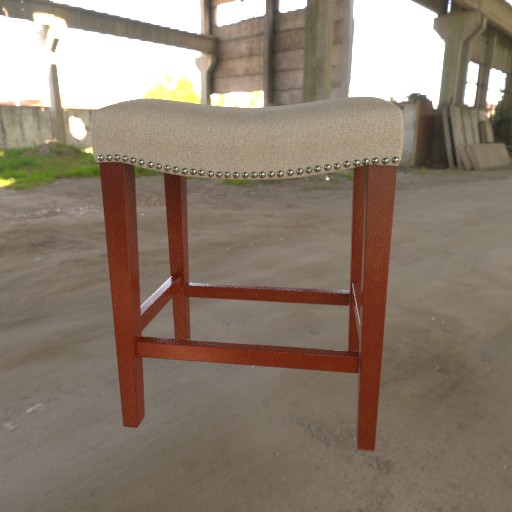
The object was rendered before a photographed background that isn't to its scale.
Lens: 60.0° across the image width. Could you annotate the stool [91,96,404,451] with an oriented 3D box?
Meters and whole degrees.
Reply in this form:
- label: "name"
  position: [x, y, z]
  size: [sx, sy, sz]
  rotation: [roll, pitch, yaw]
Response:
- label: "stool"
  position: [0.000, 0.000, 0.943]
  size: [0.509, 0.632, 0.375]
  rotation: [2, 16, 8]
